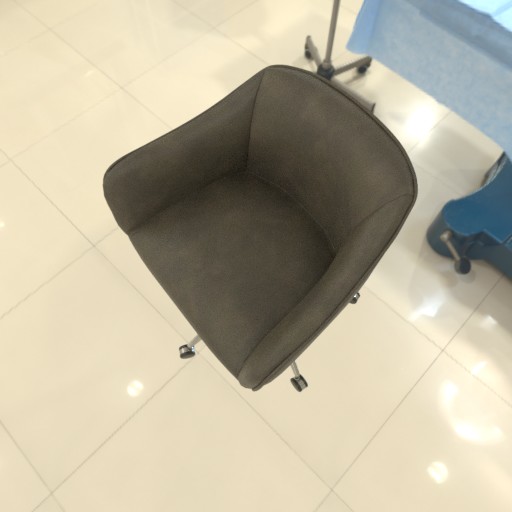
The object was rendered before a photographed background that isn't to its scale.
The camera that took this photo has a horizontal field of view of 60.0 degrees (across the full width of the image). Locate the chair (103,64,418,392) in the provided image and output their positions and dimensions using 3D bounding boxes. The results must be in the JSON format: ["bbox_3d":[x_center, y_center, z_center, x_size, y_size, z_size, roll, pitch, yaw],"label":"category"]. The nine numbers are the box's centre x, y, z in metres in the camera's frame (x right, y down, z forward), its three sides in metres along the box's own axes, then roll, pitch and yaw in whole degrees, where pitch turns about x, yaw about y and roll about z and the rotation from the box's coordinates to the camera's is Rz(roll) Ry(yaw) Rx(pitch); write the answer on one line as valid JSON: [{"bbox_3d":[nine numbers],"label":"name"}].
[{"bbox_3d":[0.000,0.000,1.332,0.689,0.827,0.713,-36,69,-16],"label":"chair"}]
